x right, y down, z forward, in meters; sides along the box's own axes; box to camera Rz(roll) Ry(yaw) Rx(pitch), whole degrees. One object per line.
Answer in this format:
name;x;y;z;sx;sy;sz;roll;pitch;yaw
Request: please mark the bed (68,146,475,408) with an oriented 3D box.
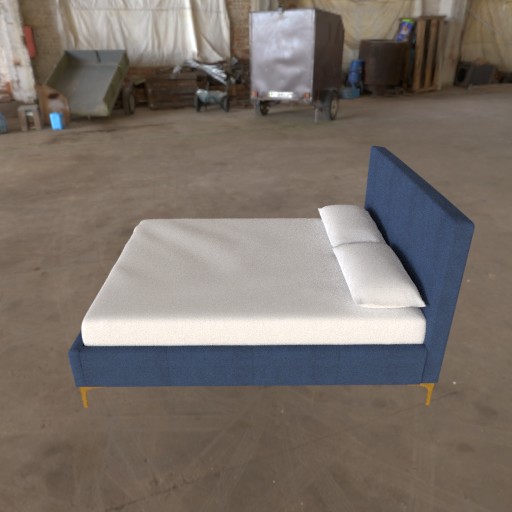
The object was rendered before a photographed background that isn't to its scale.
bed;0.000;0.000;3.209;2.172;1.231;1.723;0;27;-1
